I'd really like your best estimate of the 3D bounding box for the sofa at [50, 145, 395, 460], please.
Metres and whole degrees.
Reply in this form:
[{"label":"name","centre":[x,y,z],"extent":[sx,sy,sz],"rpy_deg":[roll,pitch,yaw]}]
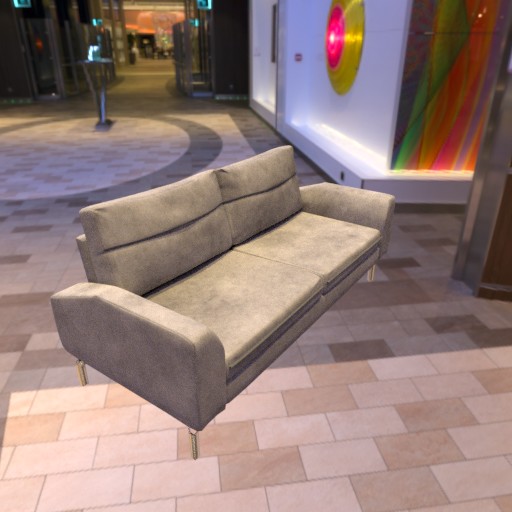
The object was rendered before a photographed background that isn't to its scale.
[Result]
[{"label":"sofa","centre":[0.000,0.000,2.338],"extent":[0.849,0.859,1.837],"rpy_deg":[17,30,31]}]
